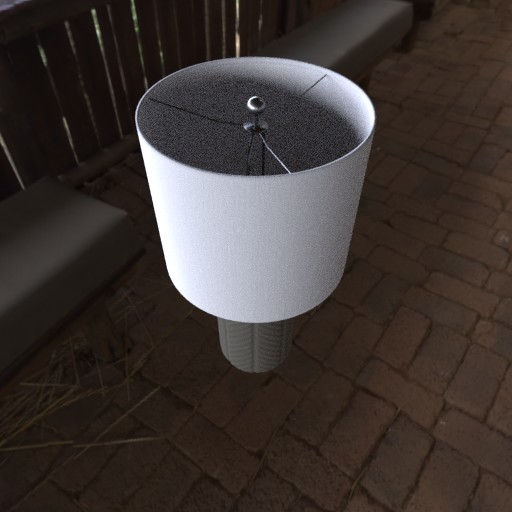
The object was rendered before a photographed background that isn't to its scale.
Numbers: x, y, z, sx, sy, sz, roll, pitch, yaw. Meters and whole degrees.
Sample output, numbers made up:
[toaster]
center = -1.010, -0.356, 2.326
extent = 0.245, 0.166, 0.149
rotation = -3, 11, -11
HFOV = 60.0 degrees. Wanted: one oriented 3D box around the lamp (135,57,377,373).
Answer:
[lamp]
center = 0.000, 0.000, 0.515
extent = 0.203, 0.389, 0.203
rotation = 10, 47, 9
